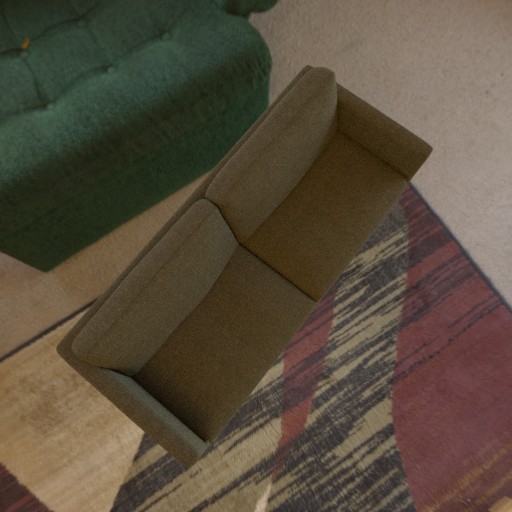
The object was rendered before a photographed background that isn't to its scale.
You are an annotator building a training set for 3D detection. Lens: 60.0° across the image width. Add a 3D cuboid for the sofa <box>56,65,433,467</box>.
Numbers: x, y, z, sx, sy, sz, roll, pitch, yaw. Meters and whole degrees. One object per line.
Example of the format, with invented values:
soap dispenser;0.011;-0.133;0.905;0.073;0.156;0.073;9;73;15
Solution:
sofa;0.000;0.000;2.674;0.948;0.965;2.208;37;78;9
